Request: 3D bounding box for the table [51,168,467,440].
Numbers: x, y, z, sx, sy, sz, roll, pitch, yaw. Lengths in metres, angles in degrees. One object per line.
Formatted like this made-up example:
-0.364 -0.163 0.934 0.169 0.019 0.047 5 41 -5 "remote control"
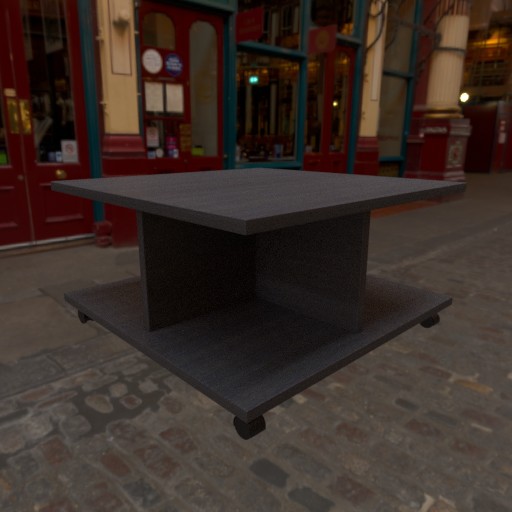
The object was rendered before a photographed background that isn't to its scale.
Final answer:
0.000 0.000 1.197 0.762 0.396 0.762 -14 20 -42 "table"
